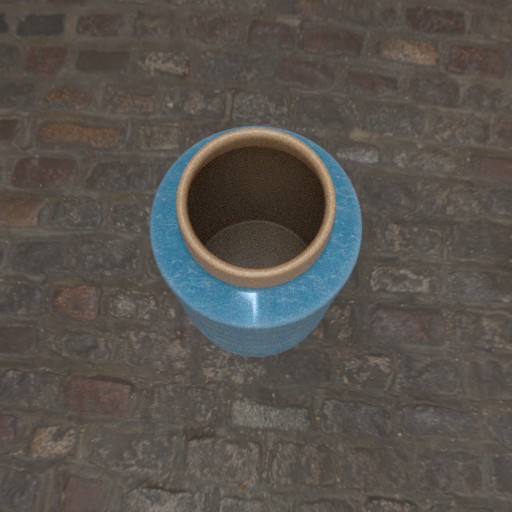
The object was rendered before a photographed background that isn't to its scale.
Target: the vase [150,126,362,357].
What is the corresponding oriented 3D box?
[{"bbox_3d":[0.000,0.000,0.377,0.163,0.267,0.163,0,76,0],"label":"vase"}]
